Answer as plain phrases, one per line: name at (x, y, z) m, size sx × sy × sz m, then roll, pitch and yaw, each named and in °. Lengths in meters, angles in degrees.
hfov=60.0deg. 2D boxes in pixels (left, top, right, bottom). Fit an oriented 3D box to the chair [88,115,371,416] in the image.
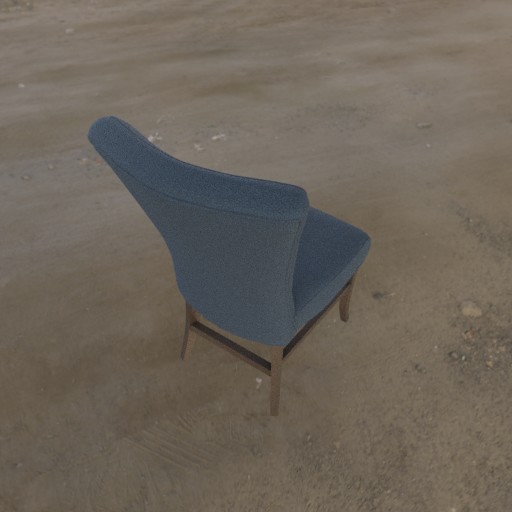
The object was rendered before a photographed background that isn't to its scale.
chair at (0.000, 0.000, 1.338) m, size 0.520 × 0.991 × 0.660 m, roll 25°, pitch 51°, yaw 22°
